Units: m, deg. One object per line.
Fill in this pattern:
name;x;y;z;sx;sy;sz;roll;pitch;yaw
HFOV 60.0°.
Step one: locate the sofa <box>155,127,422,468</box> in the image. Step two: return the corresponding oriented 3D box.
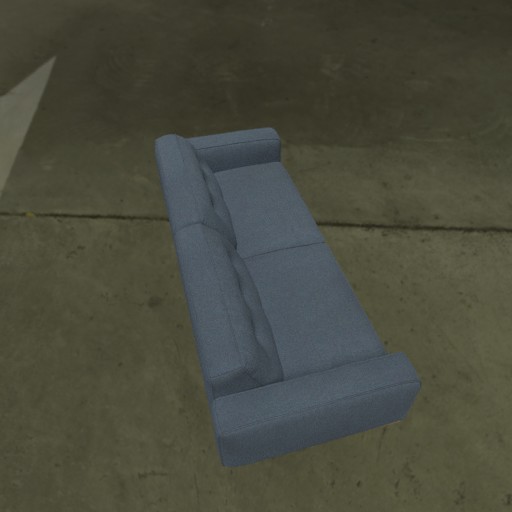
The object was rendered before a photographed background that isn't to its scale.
sofa;0.000;0.000;2.752;0.953;0.782;2.270;-11;48;-11
